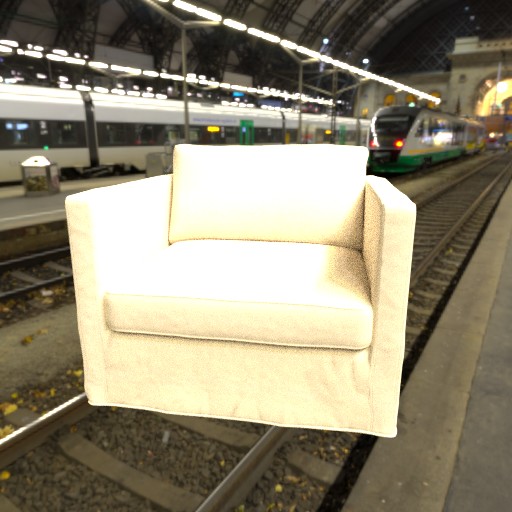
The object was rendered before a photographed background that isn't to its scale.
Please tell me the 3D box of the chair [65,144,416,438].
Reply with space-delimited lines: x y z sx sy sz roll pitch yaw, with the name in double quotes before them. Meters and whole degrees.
"chair" 0.000 0.000 1.751 1.057 0.851 0.947 3 15 10
